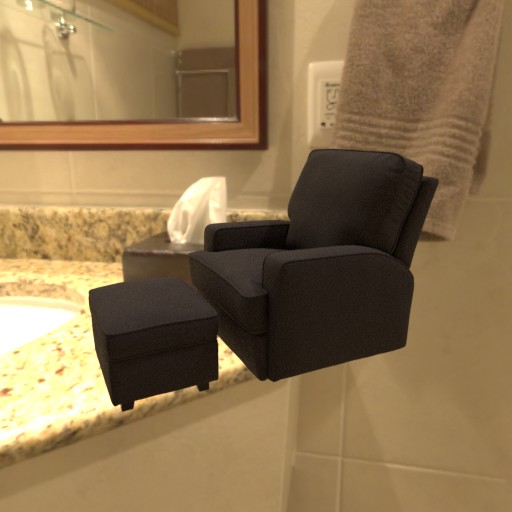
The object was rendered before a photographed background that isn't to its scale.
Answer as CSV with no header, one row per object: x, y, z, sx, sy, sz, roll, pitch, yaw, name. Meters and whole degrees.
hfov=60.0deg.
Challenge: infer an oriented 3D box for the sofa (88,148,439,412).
0.000,0.000,2.075,1.472,0.959,0.861,-7,17,-25,sofa
